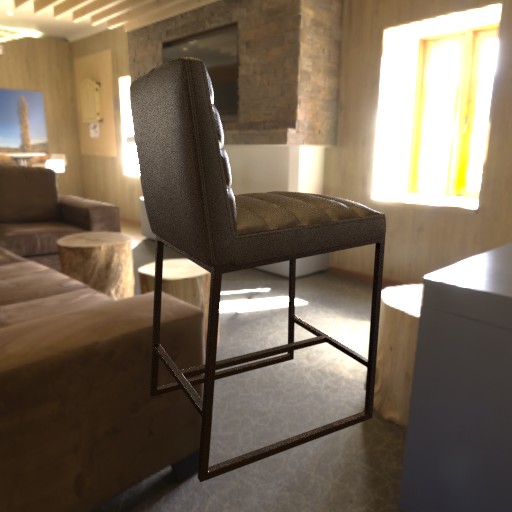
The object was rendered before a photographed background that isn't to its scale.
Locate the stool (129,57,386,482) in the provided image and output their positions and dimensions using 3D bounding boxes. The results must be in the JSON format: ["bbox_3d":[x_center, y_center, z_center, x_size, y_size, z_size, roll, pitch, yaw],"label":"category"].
[{"bbox_3d":[0.000,0.000,1.245,0.562,0.946,0.463,-7,16,-28],"label":"stool"}]
